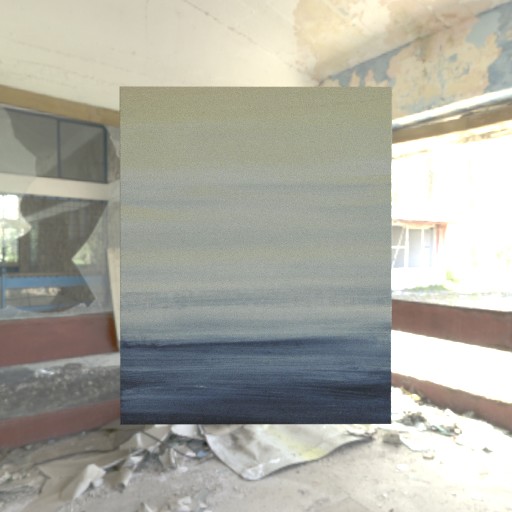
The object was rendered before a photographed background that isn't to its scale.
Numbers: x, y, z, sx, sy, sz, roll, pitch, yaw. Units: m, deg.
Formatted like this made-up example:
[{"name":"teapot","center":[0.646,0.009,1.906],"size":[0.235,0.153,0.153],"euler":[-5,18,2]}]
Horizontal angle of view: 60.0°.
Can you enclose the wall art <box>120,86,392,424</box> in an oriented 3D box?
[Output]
[{"name":"wall art","center":[0.000,0.000,0.818],"size":[0.489,0.608,0.040],"euler":[0,1,0]}]
